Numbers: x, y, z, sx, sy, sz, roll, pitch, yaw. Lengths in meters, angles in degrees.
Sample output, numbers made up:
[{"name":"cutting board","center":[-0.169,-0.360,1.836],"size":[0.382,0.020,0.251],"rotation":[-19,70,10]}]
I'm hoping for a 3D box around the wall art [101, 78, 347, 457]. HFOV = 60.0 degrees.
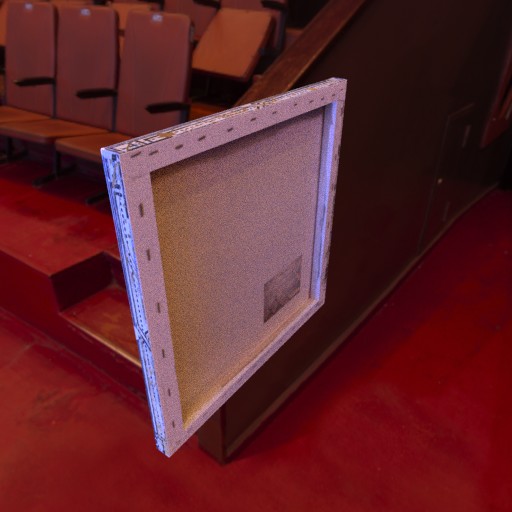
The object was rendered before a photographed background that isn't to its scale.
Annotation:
[{"name":"wall art","center":[0.000,0.000,0.916],"size":[0.036,0.607,0.609],"rotation":[21,38,31]}]
